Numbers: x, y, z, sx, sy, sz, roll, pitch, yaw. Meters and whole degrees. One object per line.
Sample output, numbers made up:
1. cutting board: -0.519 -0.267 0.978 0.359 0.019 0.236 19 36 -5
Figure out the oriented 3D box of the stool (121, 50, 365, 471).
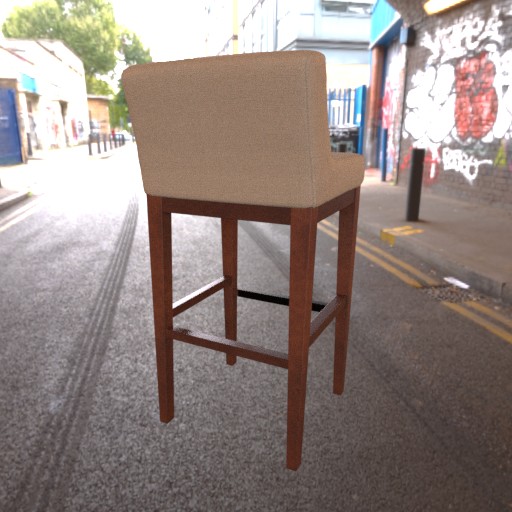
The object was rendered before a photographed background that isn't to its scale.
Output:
1. stool: 0.000 0.000 1.310 0.511 1.037 0.500 8 18 26
